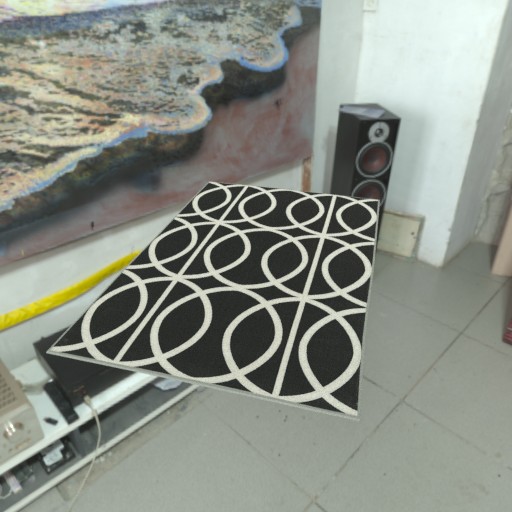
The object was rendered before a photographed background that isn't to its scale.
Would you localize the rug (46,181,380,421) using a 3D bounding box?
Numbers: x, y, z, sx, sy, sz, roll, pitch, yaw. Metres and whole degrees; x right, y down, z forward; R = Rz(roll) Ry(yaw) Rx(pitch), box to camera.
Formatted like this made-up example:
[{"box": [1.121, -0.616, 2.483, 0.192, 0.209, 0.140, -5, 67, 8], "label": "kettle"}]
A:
[{"box": [0.000, 0.000, 2.942, 1.526, 0.014, 2.290, 8, 32, 13], "label": "rug"}]
